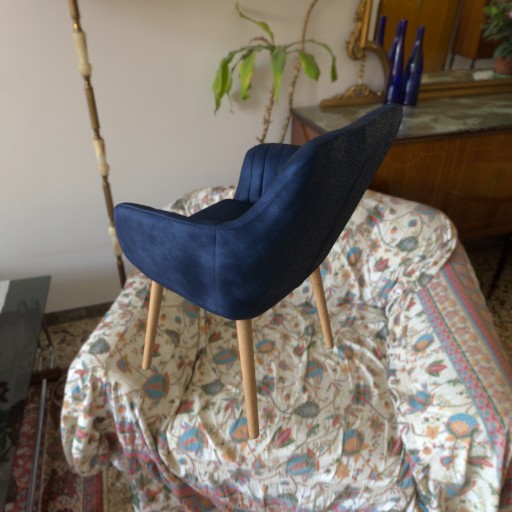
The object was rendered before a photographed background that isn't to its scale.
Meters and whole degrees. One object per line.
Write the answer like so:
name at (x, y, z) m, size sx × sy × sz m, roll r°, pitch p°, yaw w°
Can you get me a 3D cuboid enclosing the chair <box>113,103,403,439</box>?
chair at (0.000, 0.000, 1.218) m, size 0.573 × 0.826 × 0.578 m, roll 21°, pitch 38°, yaw 30°
